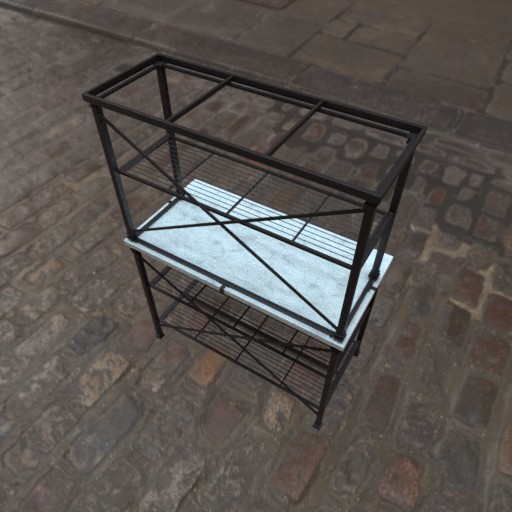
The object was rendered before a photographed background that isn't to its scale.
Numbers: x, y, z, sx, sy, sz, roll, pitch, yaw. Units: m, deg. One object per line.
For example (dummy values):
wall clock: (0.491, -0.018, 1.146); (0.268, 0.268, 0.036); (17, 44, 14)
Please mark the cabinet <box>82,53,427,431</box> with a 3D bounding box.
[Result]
cabinet: (0.000, 0.000, 2.238); (1.210, 1.659, 0.610); (24, 51, 21)
